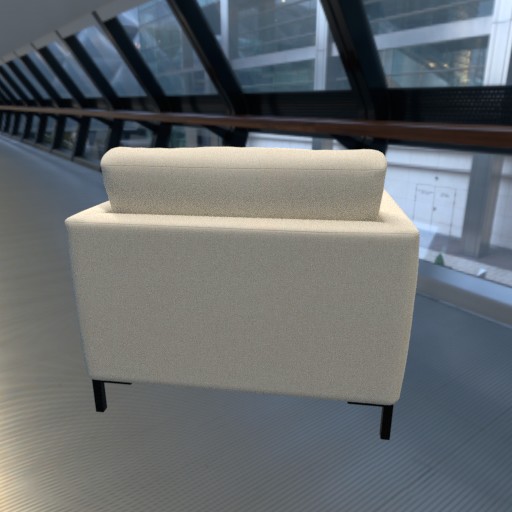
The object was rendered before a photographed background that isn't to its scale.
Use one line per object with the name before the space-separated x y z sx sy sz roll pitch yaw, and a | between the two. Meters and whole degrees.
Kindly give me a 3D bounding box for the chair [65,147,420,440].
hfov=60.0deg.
chair | 0.000 0.000 1.605 0.964 0.806 0.875 3 18 8
